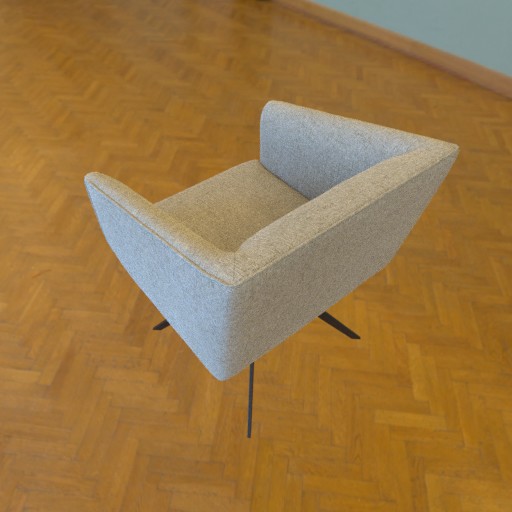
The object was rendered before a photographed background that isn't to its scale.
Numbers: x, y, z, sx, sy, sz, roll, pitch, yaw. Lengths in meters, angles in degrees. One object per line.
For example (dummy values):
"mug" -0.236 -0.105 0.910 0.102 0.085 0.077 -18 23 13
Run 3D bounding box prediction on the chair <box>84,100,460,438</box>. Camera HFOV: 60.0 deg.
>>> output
"chair" 0.000 0.000 1.224 0.628 0.760 0.623 -31 54 -26
